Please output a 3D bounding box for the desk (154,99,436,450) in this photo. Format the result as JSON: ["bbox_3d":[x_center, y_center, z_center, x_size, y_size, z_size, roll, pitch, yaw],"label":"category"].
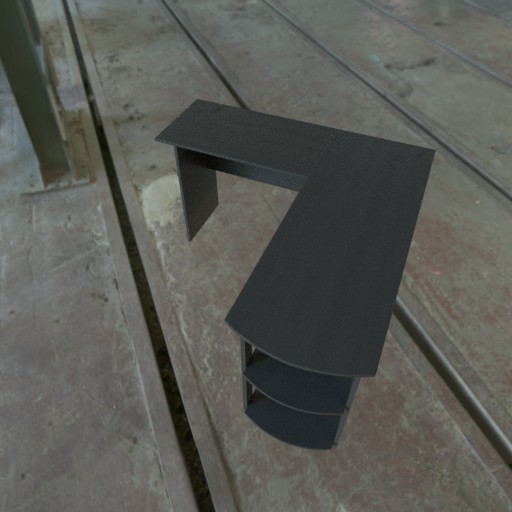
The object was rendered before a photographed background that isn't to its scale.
[{"bbox_3d":[0.000,0.000,2.139,1.303,0.716,1.361,17,49,16],"label":"desk"}]
